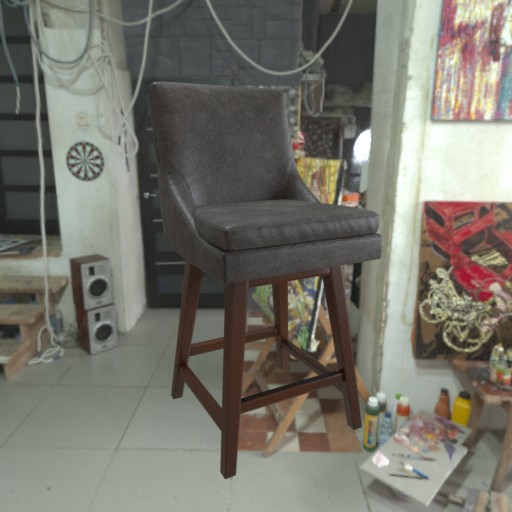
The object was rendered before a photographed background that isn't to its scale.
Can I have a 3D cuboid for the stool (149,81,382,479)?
[{"bbox_3d":[0.000,0.000,1.368,0.492,1.046,0.587,-8,16,-27],"label":"stool"}]
